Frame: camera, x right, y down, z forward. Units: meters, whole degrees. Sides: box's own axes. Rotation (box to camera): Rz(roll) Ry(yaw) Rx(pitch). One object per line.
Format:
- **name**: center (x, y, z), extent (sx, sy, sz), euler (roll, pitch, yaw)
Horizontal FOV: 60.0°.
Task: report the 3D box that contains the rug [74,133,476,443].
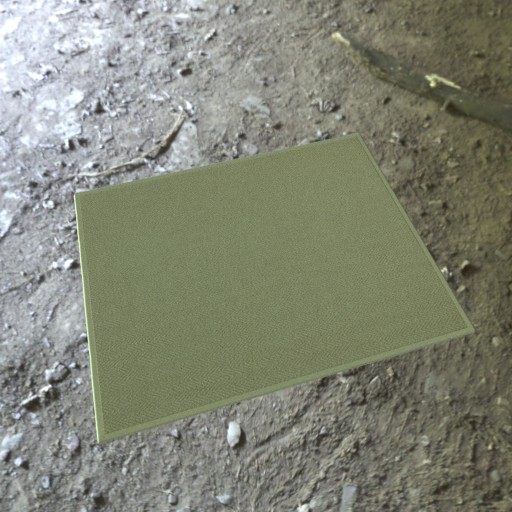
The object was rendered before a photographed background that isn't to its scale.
- **rug**: center (0.000, 0.000, 3.998), extent (3.051, 0.020, 2.407), euler (-14, 59, -9)
